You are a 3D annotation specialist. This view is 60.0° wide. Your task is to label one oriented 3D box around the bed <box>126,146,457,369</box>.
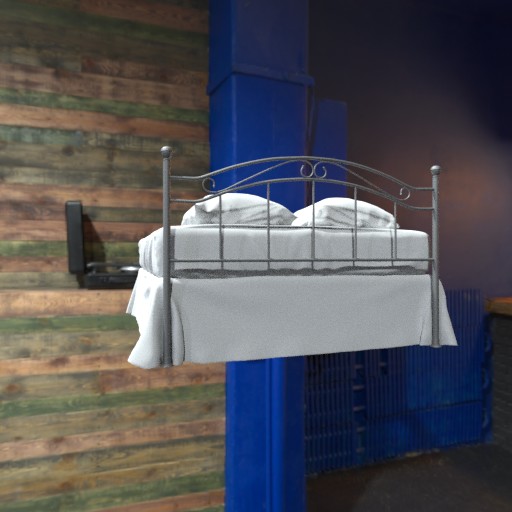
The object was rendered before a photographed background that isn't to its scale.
[{"bbox_3d":[0.000,0.000,3.415,1.936,1.080,2.215,0,0,-17],"label":"bed"}]
